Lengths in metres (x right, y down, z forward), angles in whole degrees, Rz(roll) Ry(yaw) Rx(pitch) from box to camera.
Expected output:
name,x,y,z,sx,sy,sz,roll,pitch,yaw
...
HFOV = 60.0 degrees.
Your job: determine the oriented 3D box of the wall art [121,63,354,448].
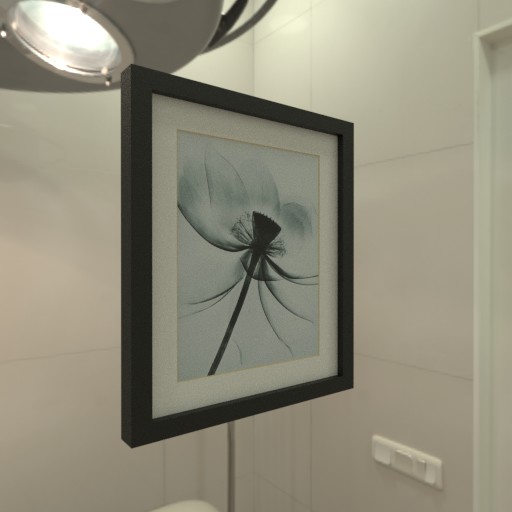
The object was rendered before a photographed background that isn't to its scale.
name,x,y,z,sx,sy,sz,roll,pitch,yaw
wall art,0.000,0.000,0.549,0.330,0.381,0.029,0,0,-37
